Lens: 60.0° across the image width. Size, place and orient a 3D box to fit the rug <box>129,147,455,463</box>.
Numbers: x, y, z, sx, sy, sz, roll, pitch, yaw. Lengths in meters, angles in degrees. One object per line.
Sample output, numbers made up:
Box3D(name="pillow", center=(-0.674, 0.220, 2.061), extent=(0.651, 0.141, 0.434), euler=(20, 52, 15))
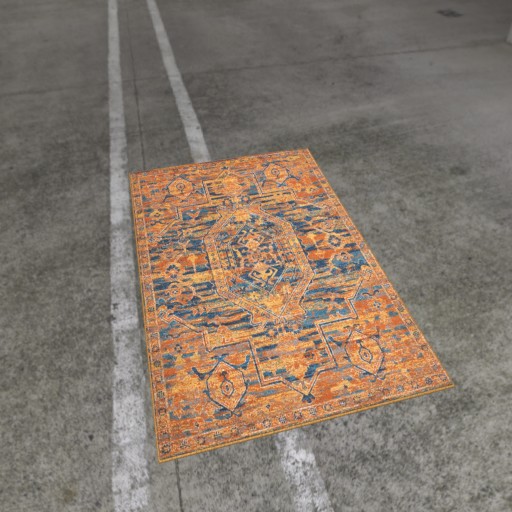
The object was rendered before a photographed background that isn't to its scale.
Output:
Box3D(name="rug", center=(0.000, 0.000, 2.214), extent=(1.148, 0.013, 1.758), euler=(-10, 47, -10))
